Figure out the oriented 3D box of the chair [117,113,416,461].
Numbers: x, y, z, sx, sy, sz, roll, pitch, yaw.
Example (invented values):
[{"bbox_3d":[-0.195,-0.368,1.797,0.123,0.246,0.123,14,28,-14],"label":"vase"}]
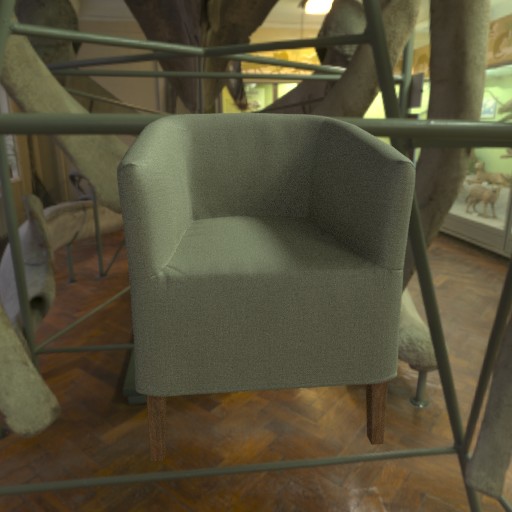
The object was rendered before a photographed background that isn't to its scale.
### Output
[{"bbox_3d":[0.000,0.000,1.229,0.600,0.771,0.668,-2,16,-6],"label":"chair"}]
